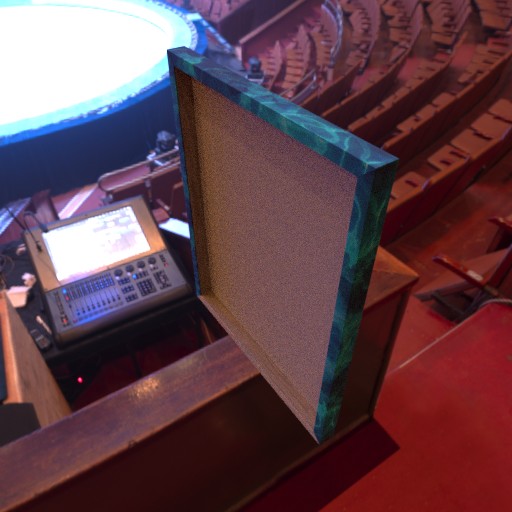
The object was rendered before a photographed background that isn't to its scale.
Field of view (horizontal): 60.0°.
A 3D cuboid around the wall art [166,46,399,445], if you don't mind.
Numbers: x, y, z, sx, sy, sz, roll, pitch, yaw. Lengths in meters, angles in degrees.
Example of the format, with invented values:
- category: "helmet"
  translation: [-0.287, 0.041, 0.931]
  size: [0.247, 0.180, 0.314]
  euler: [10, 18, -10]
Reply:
- category: "wall art"
  translation: [0.000, 0.000, 0.852]
  size: [0.038, 0.635, 0.508]
  euler: [-25, 47, -25]
